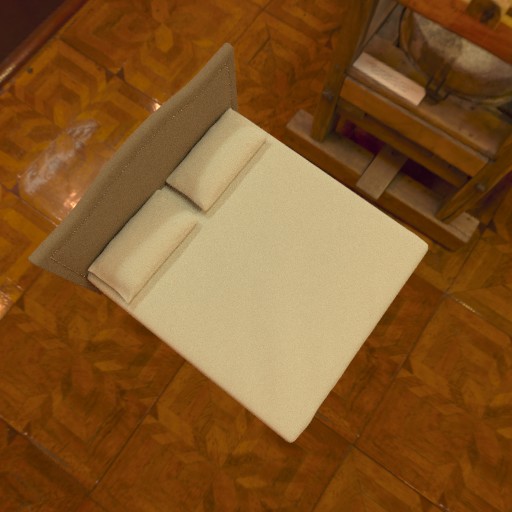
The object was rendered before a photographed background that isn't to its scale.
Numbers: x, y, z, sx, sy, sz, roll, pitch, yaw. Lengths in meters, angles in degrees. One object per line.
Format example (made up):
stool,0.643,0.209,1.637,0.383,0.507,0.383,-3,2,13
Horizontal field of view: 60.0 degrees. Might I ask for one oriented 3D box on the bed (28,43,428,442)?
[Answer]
bed,0.000,0.000,3.499,2.182,1.421,2.083,37,79,8
